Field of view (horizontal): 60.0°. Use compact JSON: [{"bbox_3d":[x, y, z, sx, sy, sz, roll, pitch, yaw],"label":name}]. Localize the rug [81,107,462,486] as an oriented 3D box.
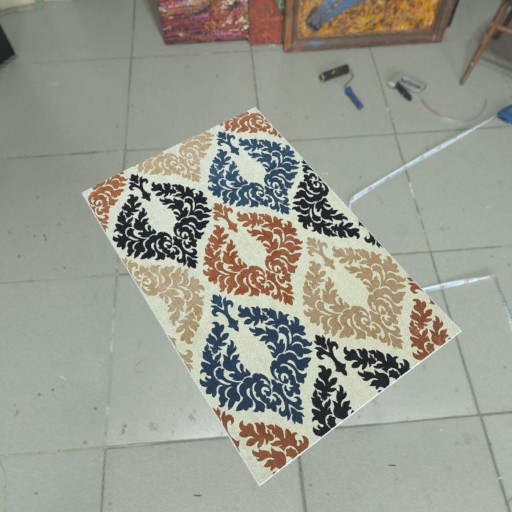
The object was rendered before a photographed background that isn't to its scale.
[{"bbox_3d":[0.000,0.000,2.951,1.514,0.014,2.275,-31,67,-15],"label":"rug"}]
